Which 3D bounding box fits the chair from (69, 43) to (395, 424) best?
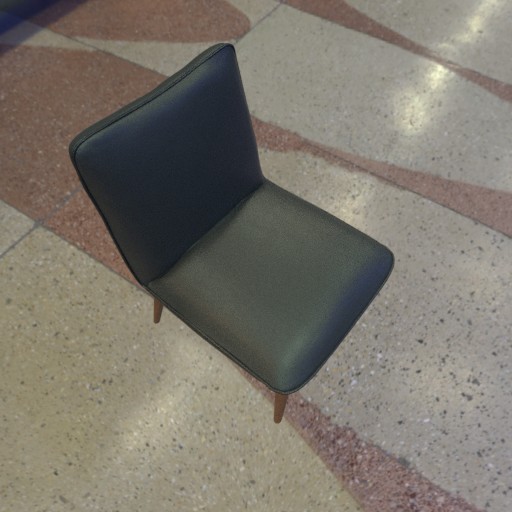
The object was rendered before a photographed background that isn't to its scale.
[{"bbox_3d":[0.000,0.000,1.193,0.645,0.801,0.543,30,62,18],"label":"chair"}]
